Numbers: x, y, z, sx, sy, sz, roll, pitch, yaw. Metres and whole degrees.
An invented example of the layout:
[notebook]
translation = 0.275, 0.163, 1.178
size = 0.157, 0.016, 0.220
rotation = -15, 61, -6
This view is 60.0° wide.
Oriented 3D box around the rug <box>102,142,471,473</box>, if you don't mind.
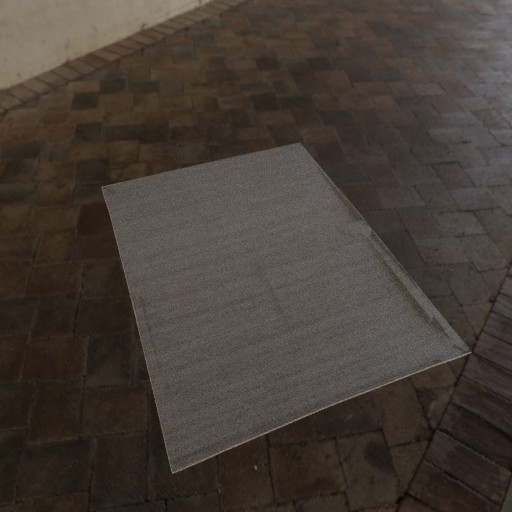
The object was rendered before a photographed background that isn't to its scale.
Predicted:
[rug]
translation = 0.000, 0.000, 4.962
size = 2.873, 0.053, 3.778
rotation = -16, 49, -14
